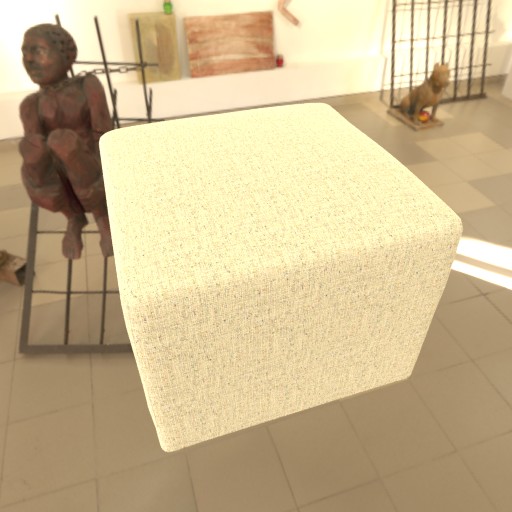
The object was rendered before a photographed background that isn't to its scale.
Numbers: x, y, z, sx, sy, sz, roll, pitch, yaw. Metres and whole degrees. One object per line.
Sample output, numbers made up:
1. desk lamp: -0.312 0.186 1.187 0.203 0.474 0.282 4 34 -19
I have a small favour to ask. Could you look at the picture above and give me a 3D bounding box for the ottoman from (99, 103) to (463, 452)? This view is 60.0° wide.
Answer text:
1. ottoman: 0.000 0.000 0.903 0.521 0.453 0.512 -12 42 -14
